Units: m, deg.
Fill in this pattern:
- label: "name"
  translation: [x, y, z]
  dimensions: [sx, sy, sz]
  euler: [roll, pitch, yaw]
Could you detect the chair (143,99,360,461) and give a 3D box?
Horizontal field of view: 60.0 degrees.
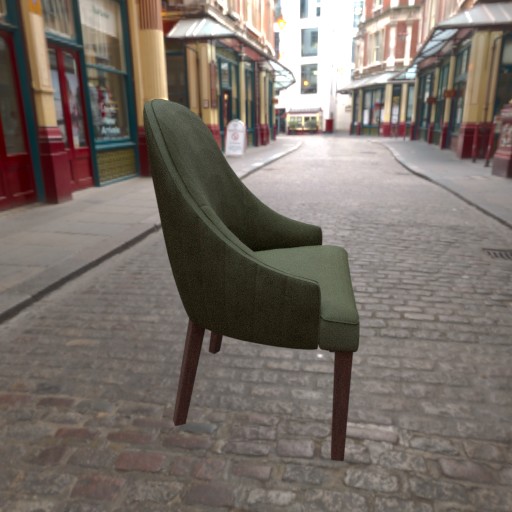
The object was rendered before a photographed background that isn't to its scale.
- label: "chair"
  translation: [0.000, 0.000, 1.324]
  dimensions: [0.575, 0.889, 0.643]
  euler: [2, 16, 8]
